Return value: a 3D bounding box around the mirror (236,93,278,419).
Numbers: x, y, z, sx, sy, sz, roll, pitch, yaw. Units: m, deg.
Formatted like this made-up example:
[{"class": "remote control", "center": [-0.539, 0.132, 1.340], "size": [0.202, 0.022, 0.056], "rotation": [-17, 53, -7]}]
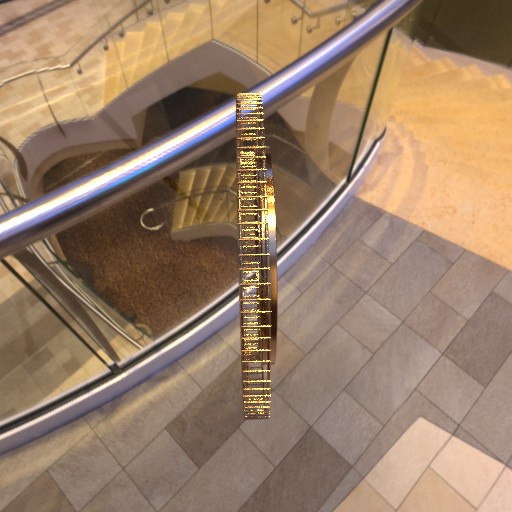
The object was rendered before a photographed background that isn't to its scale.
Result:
[{"class": "mirror", "center": [0.000, 0.000, 1.017], "size": [0.067, 0.703, 0.703], "rotation": [-1, 60, -1]}]
